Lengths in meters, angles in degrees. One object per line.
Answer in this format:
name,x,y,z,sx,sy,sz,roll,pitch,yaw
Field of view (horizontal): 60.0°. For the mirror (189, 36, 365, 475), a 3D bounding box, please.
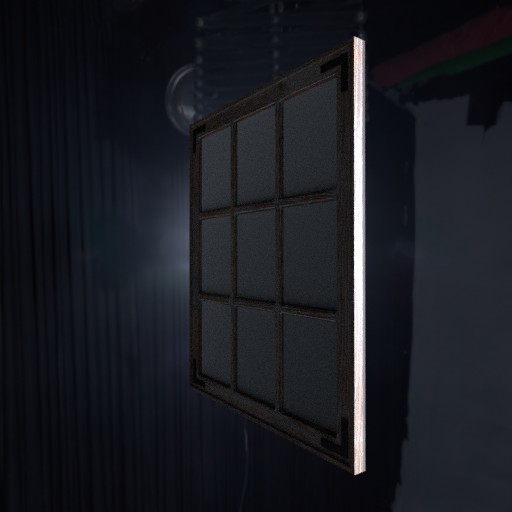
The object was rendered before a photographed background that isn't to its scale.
mirror,0.000,0.000,1.198,0.032,0.882,0.730,0,0,-35
